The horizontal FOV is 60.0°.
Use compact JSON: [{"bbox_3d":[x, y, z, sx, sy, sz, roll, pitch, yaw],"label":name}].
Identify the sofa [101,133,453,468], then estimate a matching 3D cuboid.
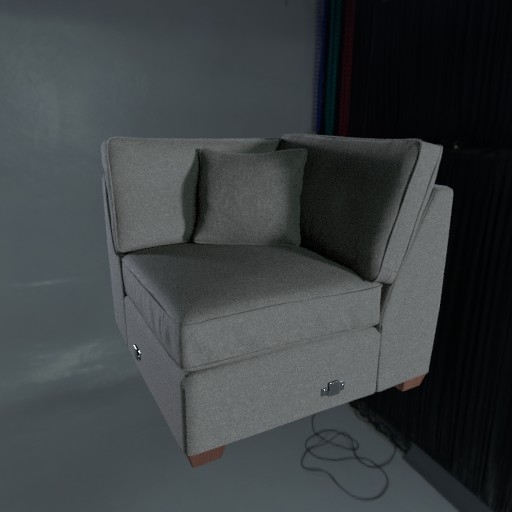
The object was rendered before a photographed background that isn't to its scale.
[{"bbox_3d":[0.000,0.000,1.906,1.084,1.002,1.146,-9,19,-27],"label":"sofa"}]
